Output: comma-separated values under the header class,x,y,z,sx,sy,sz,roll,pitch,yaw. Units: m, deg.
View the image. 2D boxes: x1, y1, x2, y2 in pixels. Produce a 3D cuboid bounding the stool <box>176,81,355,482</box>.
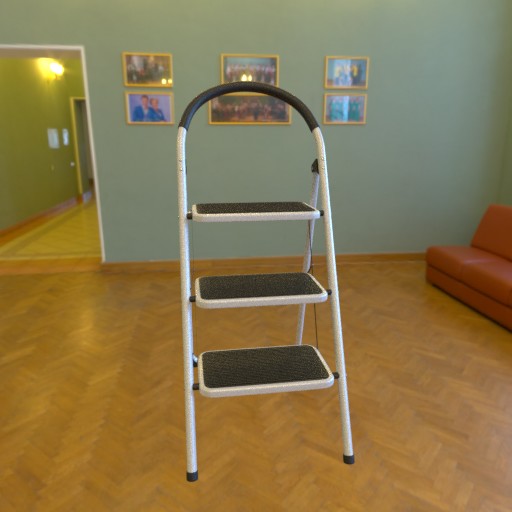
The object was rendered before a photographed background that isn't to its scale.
class,x,y,z,sx,sy,sz,roll,pitch,yaw
stool,0.000,0.000,1.428,0.485,1.109,0.676,-2,15,-8
